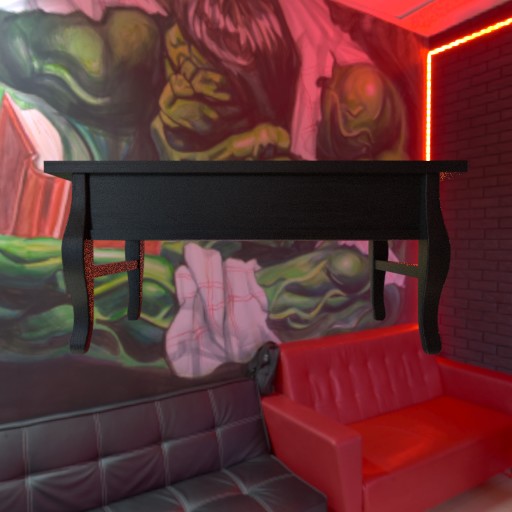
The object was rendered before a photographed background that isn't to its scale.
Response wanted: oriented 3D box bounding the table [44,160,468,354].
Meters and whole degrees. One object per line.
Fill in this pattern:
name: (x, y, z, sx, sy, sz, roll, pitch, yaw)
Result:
table: (0.000, 0.000, 1.405, 1.062, 0.494, 0.600, 0, 2, 0)
